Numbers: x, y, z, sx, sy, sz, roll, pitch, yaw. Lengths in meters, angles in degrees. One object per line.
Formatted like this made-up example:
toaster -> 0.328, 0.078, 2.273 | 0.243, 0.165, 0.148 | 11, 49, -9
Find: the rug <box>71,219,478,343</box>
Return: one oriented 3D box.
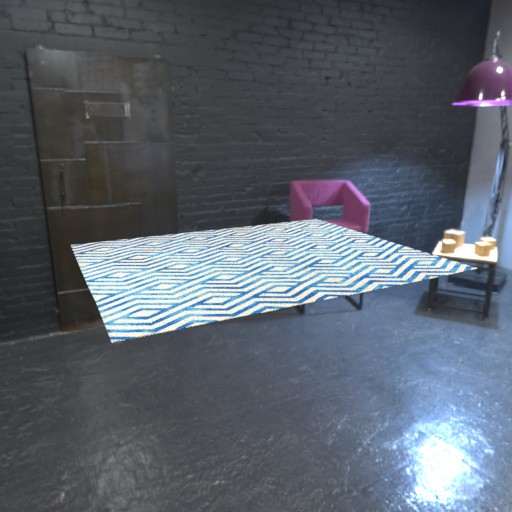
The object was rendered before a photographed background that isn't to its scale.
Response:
rug -> 0.000, 0.000, 4.200 | 3.059, 0.008, 2.453 | -8, 18, -26
